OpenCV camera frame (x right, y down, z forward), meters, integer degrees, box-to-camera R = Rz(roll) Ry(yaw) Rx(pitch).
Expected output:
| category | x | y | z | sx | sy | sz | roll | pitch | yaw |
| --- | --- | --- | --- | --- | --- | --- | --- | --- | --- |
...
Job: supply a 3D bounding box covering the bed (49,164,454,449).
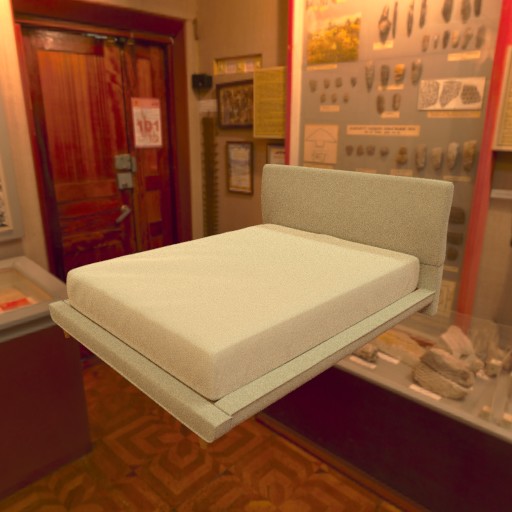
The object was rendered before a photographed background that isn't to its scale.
| category | x | y | z | sx | sy | sz | roll | pitch | yaw |
| --- | --- | --- | --- | --- | --- | --- | --- | --- | --- |
| bed | 0.000 | 0.000 | 3.437 | 2.498 | 1.126 | 1.980 | -16 | 24 | -42 |
